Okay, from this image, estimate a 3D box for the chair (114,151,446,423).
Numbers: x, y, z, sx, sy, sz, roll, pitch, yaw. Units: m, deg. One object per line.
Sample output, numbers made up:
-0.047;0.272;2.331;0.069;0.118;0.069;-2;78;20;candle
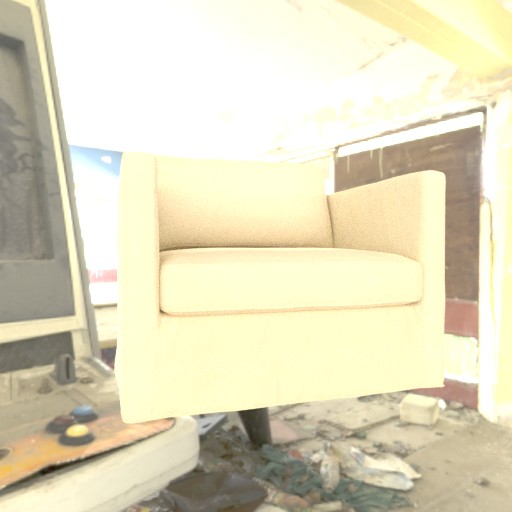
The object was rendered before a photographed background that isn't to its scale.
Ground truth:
0.000;0.000;1.730;1.057;0.851;0.947;0;1;-18;chair
